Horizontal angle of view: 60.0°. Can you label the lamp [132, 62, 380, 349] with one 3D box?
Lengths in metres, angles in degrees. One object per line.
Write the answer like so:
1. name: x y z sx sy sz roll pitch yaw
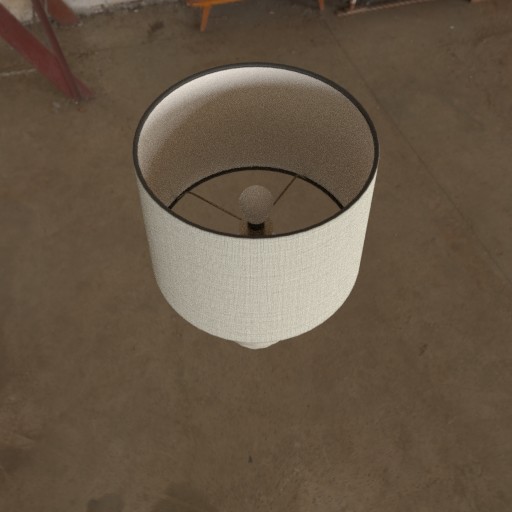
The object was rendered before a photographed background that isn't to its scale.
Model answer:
1. lamp: 0.000 0.000 0.839 0.376 0.594 0.376 0 58 0
